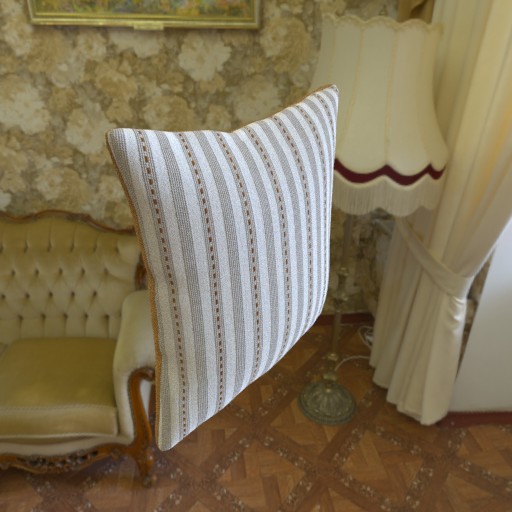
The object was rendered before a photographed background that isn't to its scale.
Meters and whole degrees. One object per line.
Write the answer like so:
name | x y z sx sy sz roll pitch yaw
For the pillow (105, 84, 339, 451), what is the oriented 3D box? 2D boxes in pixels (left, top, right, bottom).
pillow | 0.000 0.000 0.648 0.147 0.437 0.432 18 32 32
